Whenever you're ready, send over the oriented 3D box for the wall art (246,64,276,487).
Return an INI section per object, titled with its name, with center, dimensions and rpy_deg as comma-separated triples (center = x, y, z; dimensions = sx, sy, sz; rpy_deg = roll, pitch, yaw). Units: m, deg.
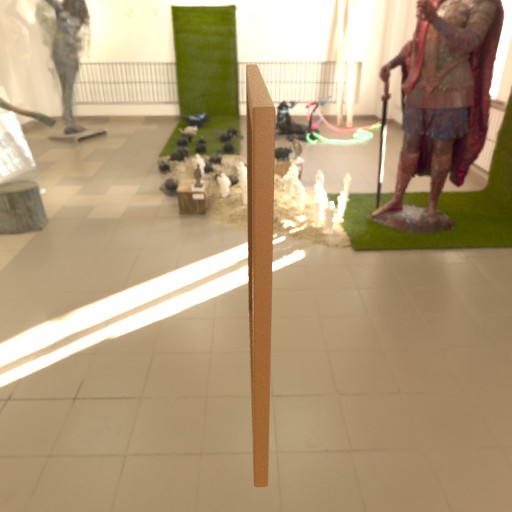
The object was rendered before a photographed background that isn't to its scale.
[wall art]
center = 0.000, 0.000, 0.507
dimensions = 0.015, 0.379, 0.310
rpy_deg = -1, 28, -2
